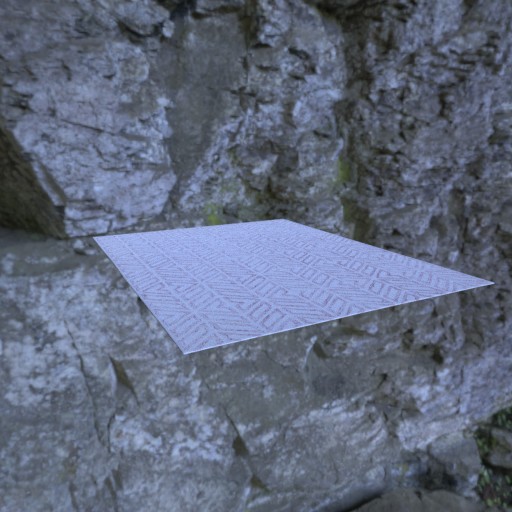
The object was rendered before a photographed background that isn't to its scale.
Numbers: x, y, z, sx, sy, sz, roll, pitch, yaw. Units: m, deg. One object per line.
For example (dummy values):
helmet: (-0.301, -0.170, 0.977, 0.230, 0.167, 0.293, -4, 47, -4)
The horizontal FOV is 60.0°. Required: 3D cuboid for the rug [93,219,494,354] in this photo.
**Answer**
rug: (0.000, 0.000, 4.063, 2.421, 0.008, 3.045, -8, 17, -27)
